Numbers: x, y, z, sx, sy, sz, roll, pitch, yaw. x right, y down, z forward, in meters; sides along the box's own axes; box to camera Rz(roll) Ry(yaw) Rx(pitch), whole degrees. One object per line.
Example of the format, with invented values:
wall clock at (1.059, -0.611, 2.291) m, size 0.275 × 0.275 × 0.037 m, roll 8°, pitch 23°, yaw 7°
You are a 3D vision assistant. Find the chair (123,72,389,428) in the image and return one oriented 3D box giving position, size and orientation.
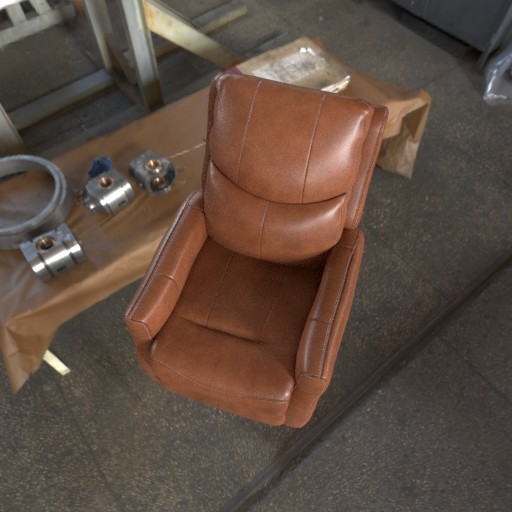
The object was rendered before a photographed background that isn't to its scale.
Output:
chair at (0.000, 0.000, 1.771) m, size 0.821 × 1.016 × 1.072 m, roll 15°, pitch 60°, yaw 9°
